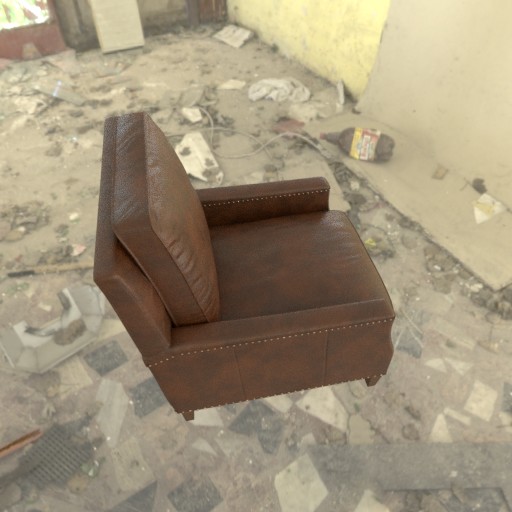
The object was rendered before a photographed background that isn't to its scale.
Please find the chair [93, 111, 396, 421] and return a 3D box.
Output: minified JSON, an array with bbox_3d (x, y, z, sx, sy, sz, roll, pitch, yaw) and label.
[{"bbox_3d":[0.000,0.000,1.822,1.035,1.054,0.854,-8,47,-8],"label":"chair"}]
